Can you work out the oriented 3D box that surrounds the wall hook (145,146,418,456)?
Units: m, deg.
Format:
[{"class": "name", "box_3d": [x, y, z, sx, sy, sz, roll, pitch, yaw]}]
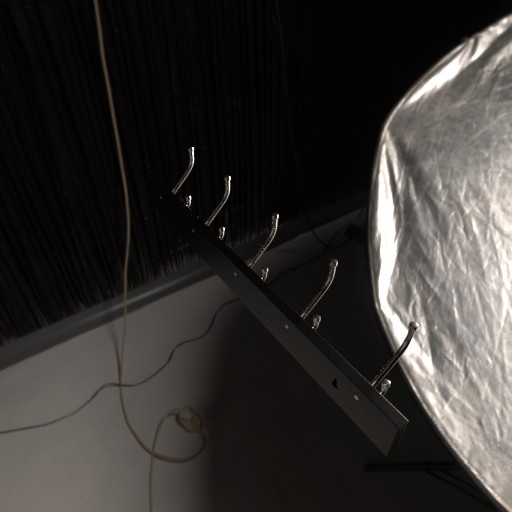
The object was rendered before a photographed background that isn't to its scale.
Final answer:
[{"class": "wall hook", "box_3d": [0.000, 0.000, 0.616, 0.071, 0.117, 0.571, -25, 47, -26]}]
